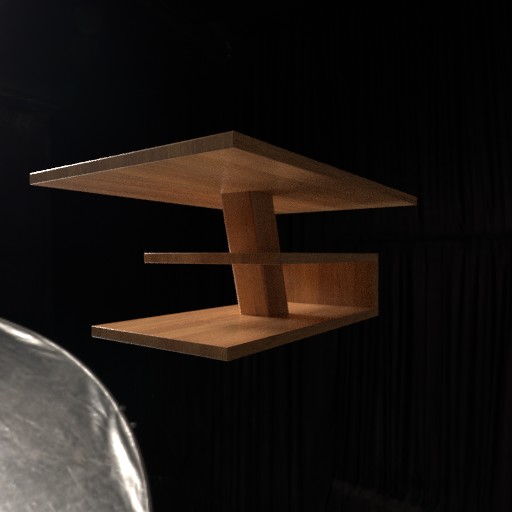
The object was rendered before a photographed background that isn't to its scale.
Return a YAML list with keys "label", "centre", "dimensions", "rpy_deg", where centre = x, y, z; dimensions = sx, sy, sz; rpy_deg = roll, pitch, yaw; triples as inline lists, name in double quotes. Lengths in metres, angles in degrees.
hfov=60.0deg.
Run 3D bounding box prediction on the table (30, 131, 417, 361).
- label: "table"
  centre: [0.000, 0.000, 1.428]
  dimensions: [0.700, 0.442, 1.100]
  rpy_deg: [0, 0, 36]
